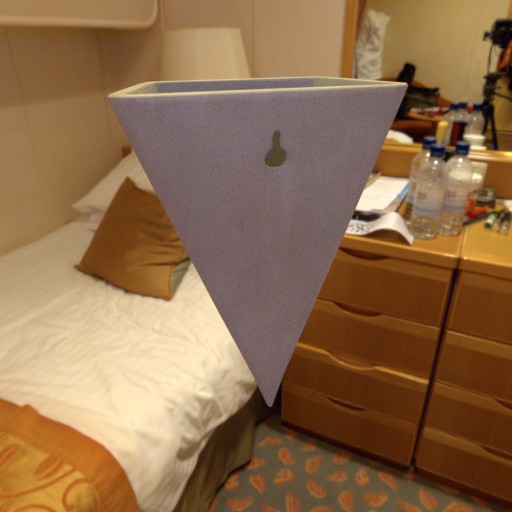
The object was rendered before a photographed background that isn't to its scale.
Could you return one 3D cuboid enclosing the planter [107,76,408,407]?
[{"bbox_3d":[0.000,0.000,0.271,0.150,0.197,0.060,-9,28,-18],"label":"planter"}]
